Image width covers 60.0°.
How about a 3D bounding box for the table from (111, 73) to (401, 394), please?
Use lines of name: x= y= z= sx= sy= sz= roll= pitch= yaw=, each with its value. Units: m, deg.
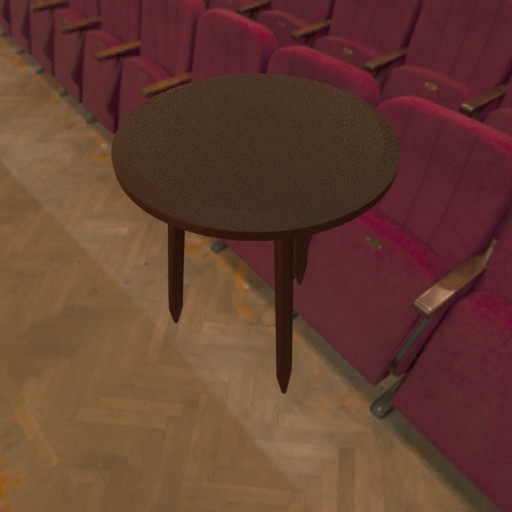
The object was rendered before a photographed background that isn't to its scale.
table: x=0.000 y=0.000 z=0.921 sx=0.457 sy=0.585 sz=0.457 roll=0 pitch=46 yaw=0
